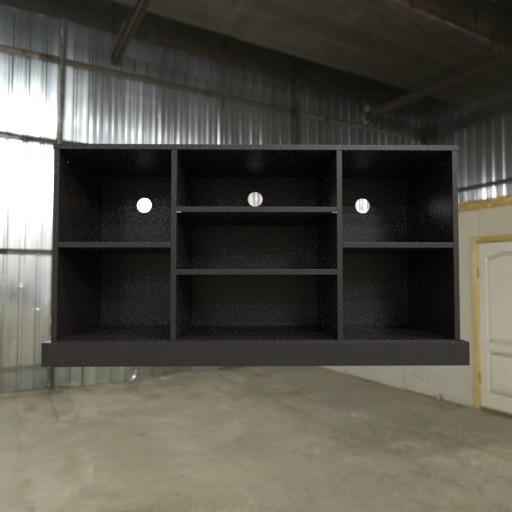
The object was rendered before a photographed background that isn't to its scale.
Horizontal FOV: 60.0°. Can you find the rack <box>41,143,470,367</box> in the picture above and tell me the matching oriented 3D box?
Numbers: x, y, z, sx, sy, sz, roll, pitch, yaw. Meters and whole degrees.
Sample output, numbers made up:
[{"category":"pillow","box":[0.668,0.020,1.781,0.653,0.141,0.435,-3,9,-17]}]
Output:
[{"category":"rack","box":[0.000,0.000,1.458,1.206,0.635,0.399,0,-2,-1]}]
